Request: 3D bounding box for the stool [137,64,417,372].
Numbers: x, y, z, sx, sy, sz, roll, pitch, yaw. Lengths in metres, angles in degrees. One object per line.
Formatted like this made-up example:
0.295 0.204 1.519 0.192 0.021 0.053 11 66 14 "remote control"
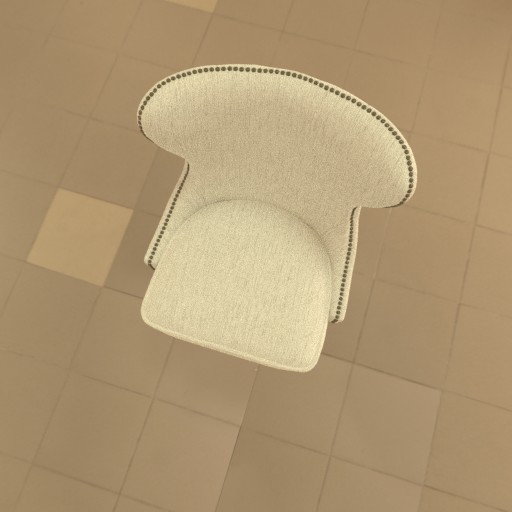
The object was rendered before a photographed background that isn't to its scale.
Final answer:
0.000 0.000 1.324 0.615 0.972 0.597 16 76 4 "stool"
